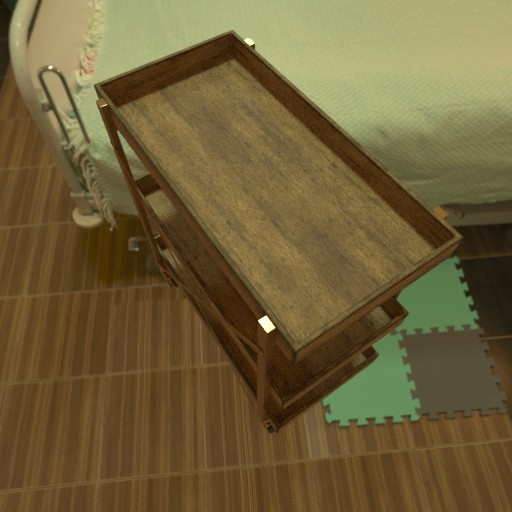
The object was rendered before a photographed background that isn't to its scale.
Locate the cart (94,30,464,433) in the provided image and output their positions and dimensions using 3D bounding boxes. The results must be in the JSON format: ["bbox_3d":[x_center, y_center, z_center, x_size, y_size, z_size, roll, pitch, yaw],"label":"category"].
[{"bbox_3d":[0.000,0.000,1.224,0.416,0.799,0.750,-30,63,-17],"label":"cart"}]
